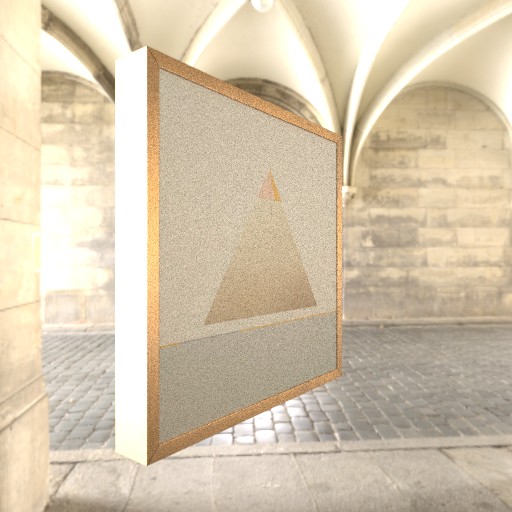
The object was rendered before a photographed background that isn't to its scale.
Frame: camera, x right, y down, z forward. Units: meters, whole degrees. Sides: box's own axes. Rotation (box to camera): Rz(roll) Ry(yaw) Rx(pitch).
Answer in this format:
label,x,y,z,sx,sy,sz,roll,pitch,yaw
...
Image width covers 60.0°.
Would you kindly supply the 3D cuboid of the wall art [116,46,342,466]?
label,x,y,z,sx,sy,sz,roll,pitch,yaw
wall art,0.000,0.000,0.451,0.038,0.303,0.305,0,0,38
